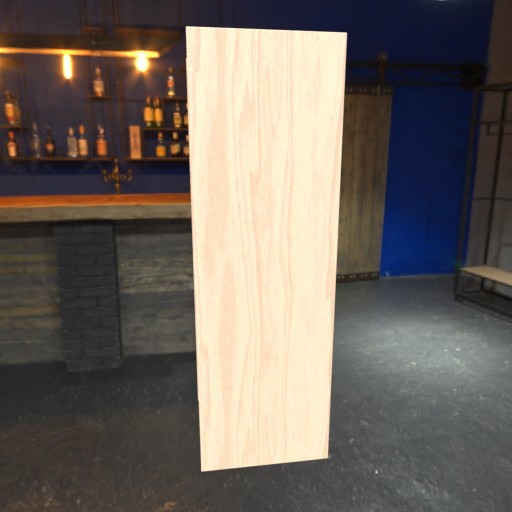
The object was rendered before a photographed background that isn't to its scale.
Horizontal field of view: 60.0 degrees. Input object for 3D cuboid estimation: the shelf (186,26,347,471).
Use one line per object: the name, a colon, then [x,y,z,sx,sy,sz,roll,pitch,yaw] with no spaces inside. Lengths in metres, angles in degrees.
shelf: [0.000,0.000,1.038,0.290,0.900,0.300,-2,14,-8]
